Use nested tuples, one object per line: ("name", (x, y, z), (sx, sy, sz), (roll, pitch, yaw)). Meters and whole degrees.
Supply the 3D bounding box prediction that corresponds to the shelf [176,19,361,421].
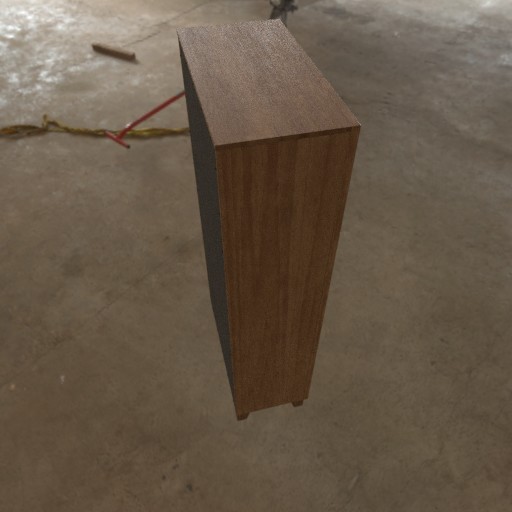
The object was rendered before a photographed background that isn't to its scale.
("shelf", (0.000, 0.000, 2.261), (0.453, 1.930, 0.864), (-10, 48, -9))
